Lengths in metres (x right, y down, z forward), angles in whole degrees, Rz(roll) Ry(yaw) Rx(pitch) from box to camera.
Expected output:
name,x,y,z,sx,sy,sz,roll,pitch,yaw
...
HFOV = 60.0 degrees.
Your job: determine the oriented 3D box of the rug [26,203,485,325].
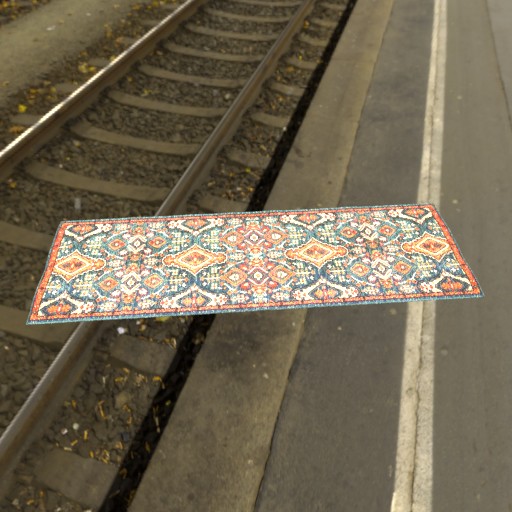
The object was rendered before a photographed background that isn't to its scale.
name,x,y,z,sx,sy,sz,roll,pitch,yaw
rug,0.000,0.000,2.628,2.459,0.010,0.801,-3,47,-3
